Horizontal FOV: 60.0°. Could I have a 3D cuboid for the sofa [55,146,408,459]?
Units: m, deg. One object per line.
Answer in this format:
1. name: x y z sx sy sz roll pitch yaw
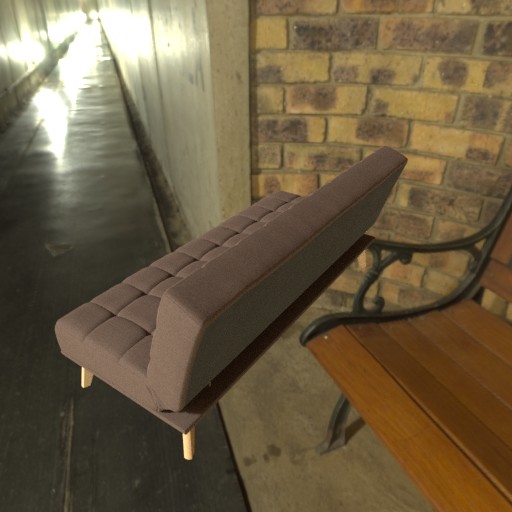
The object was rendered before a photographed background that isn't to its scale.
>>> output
1. sofa: 0.000 0.000 2.253 0.860 0.810 1.800 20 36 29
